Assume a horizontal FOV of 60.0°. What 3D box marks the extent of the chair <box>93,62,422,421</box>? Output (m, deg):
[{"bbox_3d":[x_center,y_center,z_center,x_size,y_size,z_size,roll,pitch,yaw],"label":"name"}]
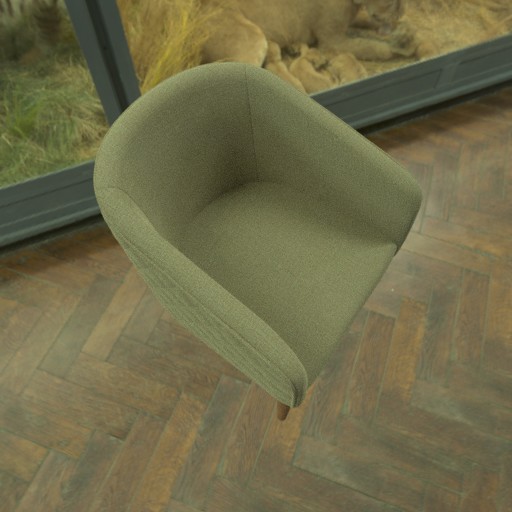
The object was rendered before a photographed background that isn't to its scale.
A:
[{"bbox_3d":[0.000,0.000,1.193,0.616,0.775,0.584,31,63,18],"label":"chair"}]
